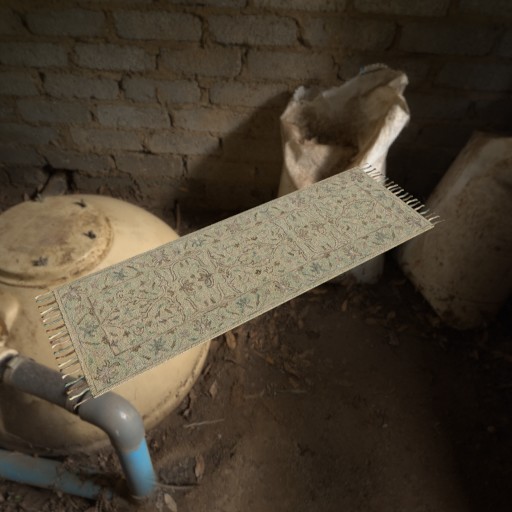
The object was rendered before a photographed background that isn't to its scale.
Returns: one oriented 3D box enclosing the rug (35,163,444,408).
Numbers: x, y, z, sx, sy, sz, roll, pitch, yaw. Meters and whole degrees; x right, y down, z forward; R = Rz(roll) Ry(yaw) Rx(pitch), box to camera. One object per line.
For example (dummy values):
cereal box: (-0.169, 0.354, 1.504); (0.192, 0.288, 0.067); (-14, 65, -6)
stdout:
rug: (0.000, 0.000, 2.689); (2.440, 0.013, 0.769); (-24, 52, -21)
